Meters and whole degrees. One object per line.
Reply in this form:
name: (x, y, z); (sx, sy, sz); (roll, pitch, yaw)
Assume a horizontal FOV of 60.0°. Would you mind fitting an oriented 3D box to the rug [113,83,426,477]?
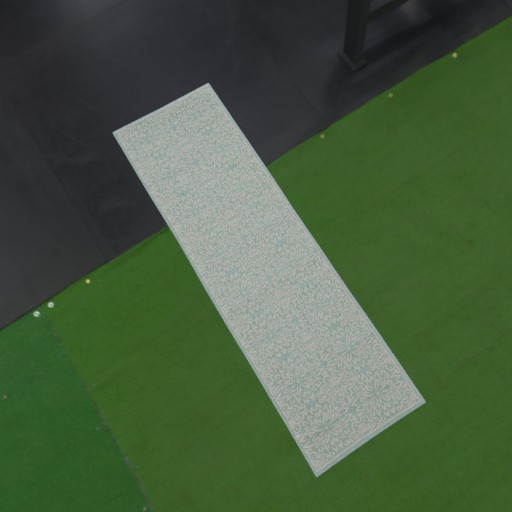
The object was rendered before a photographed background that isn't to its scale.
rug: (0.000, 0.000, 2.434); (0.662, 0.011, 2.196); (-31, 77, -8)
